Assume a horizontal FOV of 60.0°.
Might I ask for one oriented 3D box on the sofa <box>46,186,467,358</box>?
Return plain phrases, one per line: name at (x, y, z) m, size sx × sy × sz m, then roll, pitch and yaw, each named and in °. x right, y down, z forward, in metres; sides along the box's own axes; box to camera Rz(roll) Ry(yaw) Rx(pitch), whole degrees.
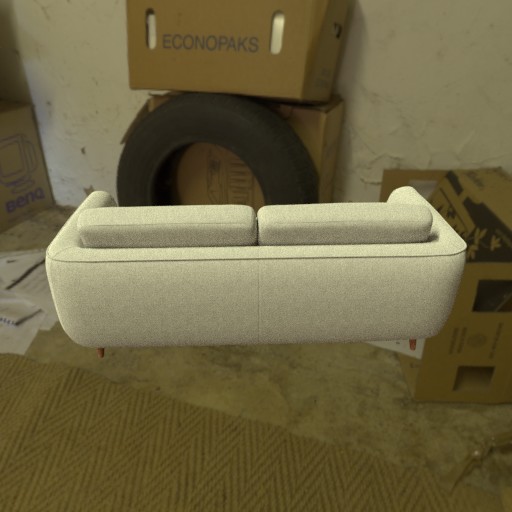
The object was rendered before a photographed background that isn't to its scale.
sofa at (0.000, 0.000, 2.453) m, size 2.000 × 0.850 × 0.920 m, roll -1°, pitch 30°, yaw -2°
